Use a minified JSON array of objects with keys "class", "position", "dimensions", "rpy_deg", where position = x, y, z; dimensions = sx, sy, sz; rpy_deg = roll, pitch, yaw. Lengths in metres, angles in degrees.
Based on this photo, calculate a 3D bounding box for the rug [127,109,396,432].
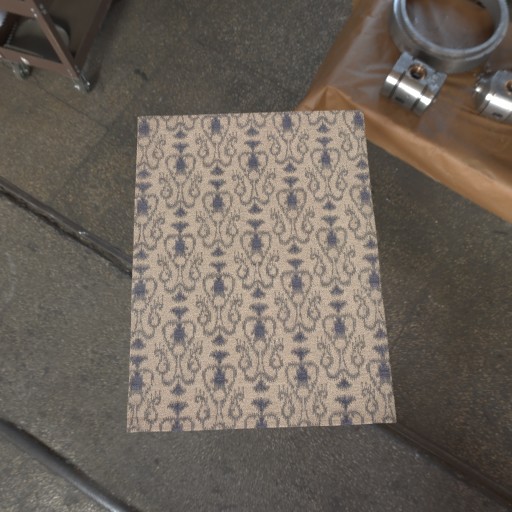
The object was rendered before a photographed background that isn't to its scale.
[{"class":"rug","position":[0.000,0.000,4.392],"dimensions":[2.437,0.015,3.205],"rpy_deg":[-2,76,0]}]
